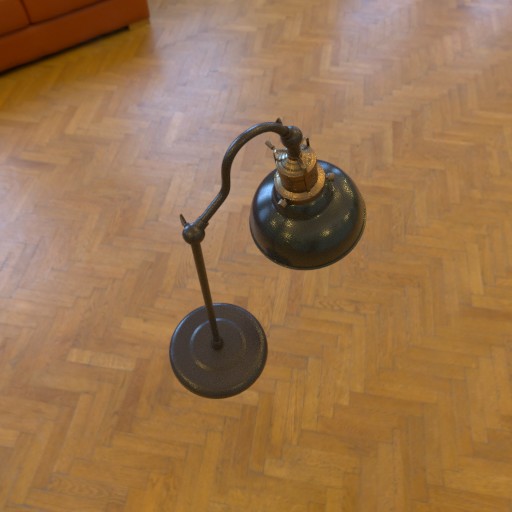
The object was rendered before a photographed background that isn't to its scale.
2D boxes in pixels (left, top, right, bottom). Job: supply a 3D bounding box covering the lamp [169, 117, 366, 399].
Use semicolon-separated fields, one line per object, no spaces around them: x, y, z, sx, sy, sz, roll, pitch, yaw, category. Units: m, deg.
0.000;0.000;0.679;0.374;0.508;0.192;-33;63;-19;lamp
